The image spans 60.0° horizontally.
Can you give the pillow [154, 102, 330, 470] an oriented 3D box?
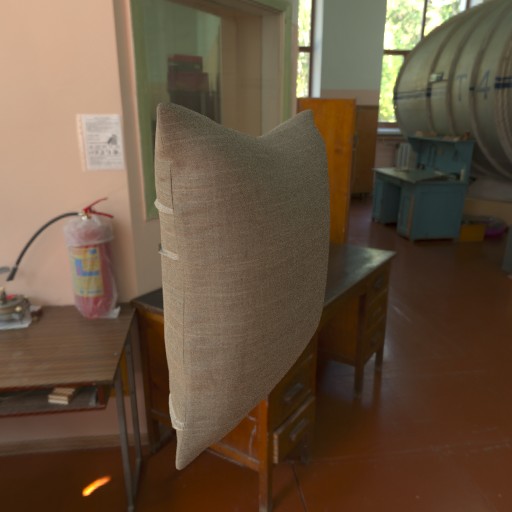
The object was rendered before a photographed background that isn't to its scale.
[{"bbox_3d":[0.000,0.000,0.626,0.169,0.400,0.424,8,19,25],"label":"pillow"}]
